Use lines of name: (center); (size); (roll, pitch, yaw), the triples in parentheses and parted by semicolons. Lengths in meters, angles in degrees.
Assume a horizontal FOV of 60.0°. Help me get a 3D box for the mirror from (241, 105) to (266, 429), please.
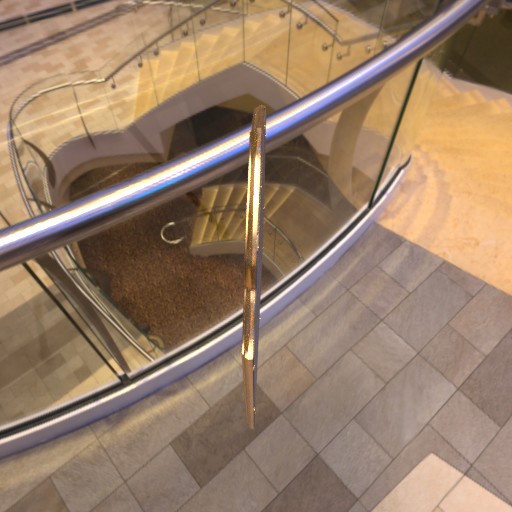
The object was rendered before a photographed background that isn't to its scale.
mirror: (0.000, 0.000, 0.857); (0.018, 0.635, 0.513); (2, 58, 1)
